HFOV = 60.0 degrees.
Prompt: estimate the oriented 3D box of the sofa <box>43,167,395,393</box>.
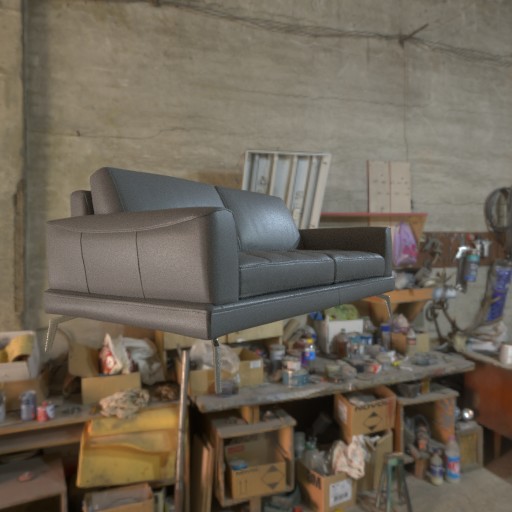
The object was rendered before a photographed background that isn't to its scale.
[{"bbox_3d":[0.000,0.000,2.735,1.121,0.930,2.177,1,1,34],"label":"sofa"}]
